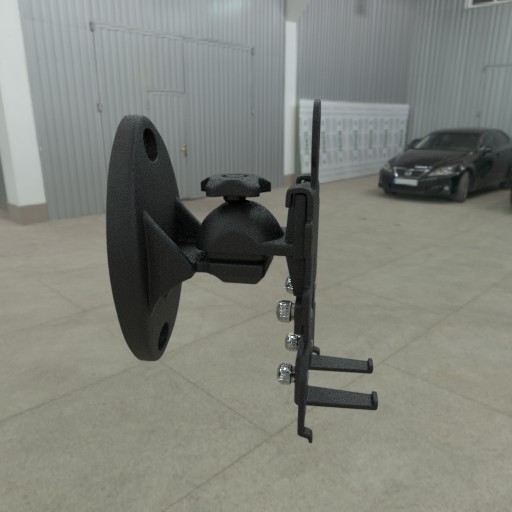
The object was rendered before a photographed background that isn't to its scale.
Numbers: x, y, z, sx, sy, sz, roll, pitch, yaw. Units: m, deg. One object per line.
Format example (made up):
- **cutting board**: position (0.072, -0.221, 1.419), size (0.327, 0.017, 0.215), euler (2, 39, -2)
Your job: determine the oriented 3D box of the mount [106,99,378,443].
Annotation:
- **mount**: position (0.000, 0.000, 0.177), size (0.100, 0.118, 0.066), euler (3, 17, 10)
